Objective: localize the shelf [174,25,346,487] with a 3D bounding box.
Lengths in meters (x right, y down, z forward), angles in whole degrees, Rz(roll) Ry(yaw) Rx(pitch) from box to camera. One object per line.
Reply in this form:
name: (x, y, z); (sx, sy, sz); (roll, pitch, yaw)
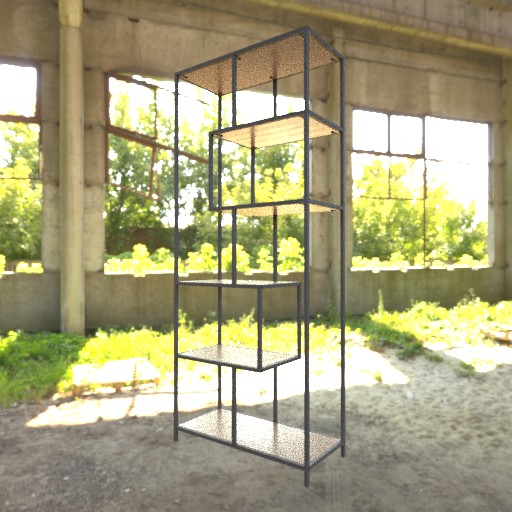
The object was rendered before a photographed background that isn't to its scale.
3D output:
shelf: (0.000, 0.000, 2.141); (0.770, 1.850, 0.350); (0, -1, 36)
